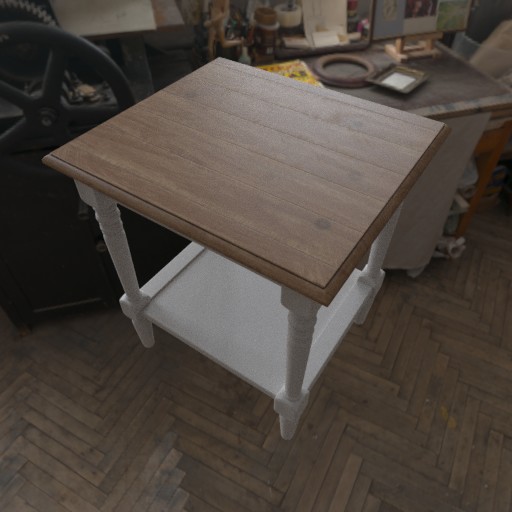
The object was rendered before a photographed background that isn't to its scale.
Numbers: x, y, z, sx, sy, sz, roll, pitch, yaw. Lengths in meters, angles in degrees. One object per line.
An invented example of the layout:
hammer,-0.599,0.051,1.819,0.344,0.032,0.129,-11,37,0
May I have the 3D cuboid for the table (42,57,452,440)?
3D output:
table,0.000,0.000,0.927,0.508,0.561,0.457,26,52,23
